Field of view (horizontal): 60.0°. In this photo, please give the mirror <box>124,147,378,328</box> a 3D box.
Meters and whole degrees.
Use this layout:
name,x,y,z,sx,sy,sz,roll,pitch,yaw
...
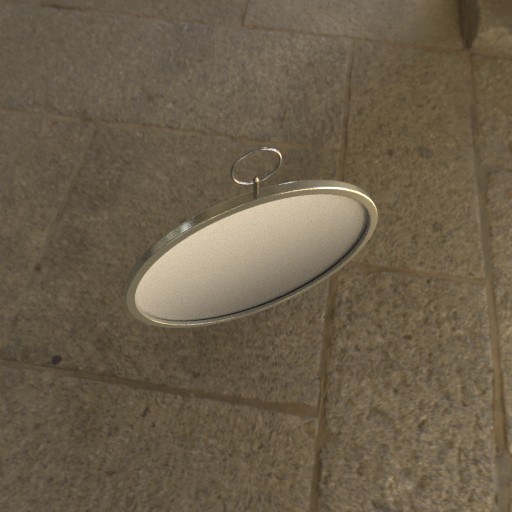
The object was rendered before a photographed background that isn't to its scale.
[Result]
name,x,y,z,sx,sy,sz,roll,pitch,yaw
mirror,0.000,0.000,0.969,0.594,0.713,0.020,-18,65,-9
